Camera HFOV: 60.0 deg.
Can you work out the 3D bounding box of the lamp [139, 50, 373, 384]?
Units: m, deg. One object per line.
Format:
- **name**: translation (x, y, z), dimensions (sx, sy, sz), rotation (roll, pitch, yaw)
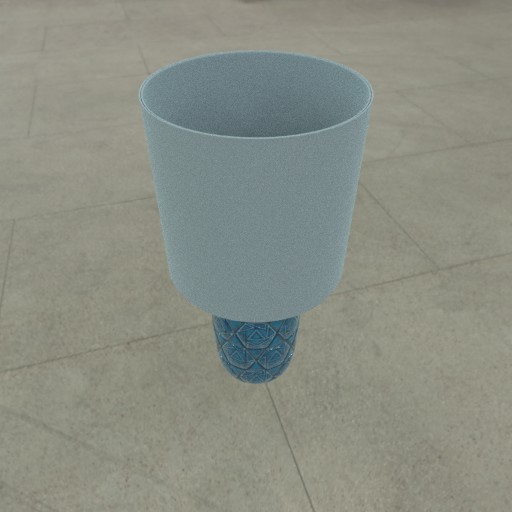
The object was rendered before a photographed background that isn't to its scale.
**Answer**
- **lamp**: translation (0.000, 0.000, 0.494), dimensions (0.193, 0.377, 0.193), rotation (27, 48, 27)
